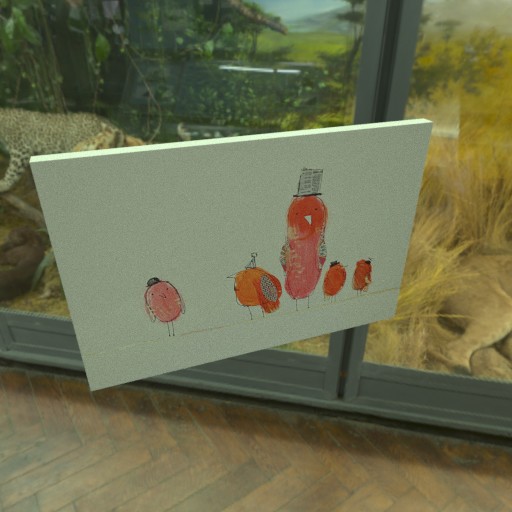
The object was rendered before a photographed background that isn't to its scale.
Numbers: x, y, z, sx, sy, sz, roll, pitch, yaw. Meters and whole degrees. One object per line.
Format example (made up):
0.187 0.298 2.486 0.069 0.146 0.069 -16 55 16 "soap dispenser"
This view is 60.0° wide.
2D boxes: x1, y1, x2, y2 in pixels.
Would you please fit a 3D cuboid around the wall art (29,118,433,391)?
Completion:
0.000 0.000 1.132 0.914 0.609 0.038 -10 32 -17 "wall art"
